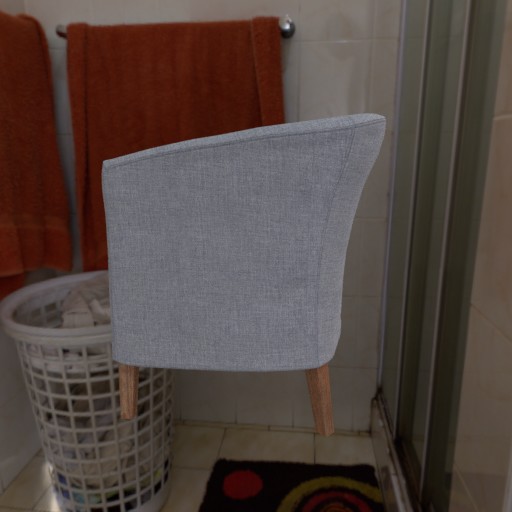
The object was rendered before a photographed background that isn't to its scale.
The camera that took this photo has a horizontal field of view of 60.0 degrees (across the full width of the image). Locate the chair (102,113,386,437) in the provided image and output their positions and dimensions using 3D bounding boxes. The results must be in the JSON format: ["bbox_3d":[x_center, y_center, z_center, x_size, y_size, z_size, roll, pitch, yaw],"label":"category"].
[{"bbox_3d":[0.000,0.000,1.288,0.668,0.771,0.600,2,14,8],"label":"chair"}]
